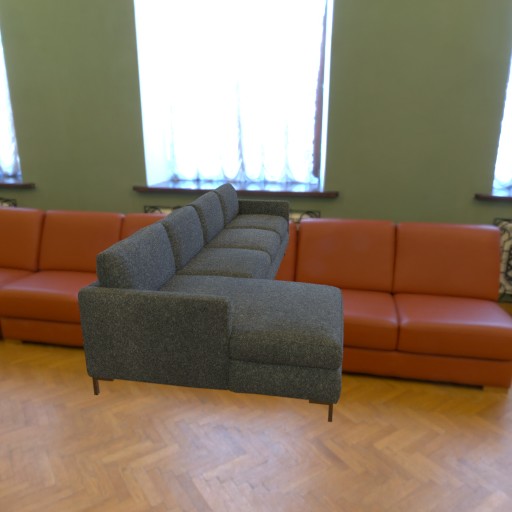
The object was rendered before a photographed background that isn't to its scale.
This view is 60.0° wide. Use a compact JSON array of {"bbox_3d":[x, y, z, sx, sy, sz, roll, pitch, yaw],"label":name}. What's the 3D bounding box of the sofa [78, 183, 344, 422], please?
[{"bbox_3d":[0.000,0.000,3.533,1.350,0.810,2.932,3,17,9],"label":"sofa"}]
